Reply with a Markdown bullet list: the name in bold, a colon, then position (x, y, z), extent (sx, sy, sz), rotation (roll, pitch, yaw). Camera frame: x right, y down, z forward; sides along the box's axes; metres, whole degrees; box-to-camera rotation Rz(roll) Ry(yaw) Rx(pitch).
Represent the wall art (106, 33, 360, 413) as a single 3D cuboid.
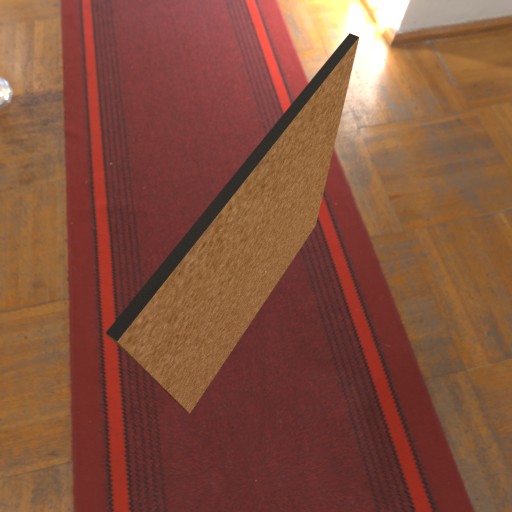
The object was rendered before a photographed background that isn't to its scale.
- **wall art**: position (0.000, 0.000, 0.650), extent (0.014, 0.445, 0.446), rotation (30, 67, 14)
